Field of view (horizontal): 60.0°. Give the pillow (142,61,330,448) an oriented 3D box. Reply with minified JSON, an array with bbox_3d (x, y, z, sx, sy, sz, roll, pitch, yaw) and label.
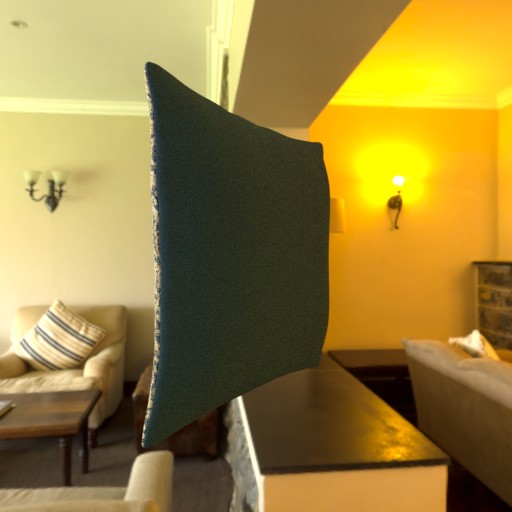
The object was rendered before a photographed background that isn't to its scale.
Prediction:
[{"bbox_3d":[0.000,0.000,0.797,0.166,0.510,0.523,0,0,34],"label":"pillow"}]
